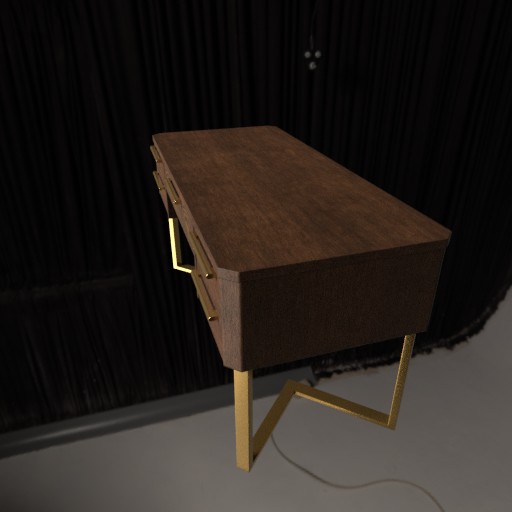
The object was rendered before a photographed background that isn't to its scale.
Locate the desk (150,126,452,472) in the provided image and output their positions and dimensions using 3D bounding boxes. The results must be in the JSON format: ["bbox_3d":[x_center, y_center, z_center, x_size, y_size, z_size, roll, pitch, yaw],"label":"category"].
[{"bbox_3d":[0.000,0.000,1.902,0.684,0.762,1.479,-9,29,-16],"label":"desk"}]
